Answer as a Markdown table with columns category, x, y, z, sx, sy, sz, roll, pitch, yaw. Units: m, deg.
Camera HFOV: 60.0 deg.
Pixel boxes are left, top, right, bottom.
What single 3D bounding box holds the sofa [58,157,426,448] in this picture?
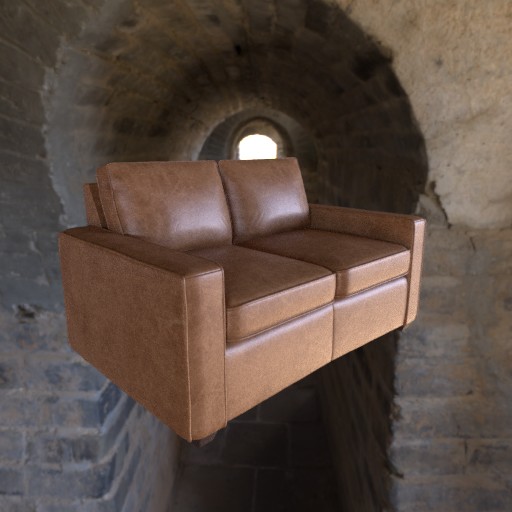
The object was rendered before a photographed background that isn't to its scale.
| category | x | y | z | sx | sy | sz | roll | pitch | yaw |
| --- | --- | --- | --- | --- | --- | --- | --- | --- | --- |
| sofa | 0.000 | 0.000 | 2.136 | 1.532 | 0.896 | 1.020 | -13 | 19 | -42 |
